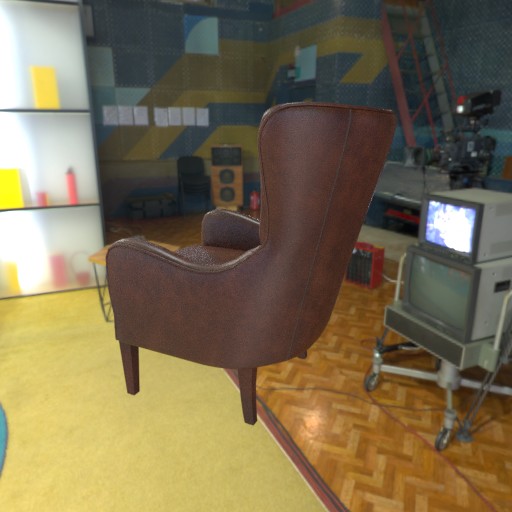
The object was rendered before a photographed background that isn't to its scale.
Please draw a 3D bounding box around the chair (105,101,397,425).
[{"bbox_3d":[0.000,0.000,1.645,0.914,1.048,0.692,8,19,25],"label":"chair"}]
